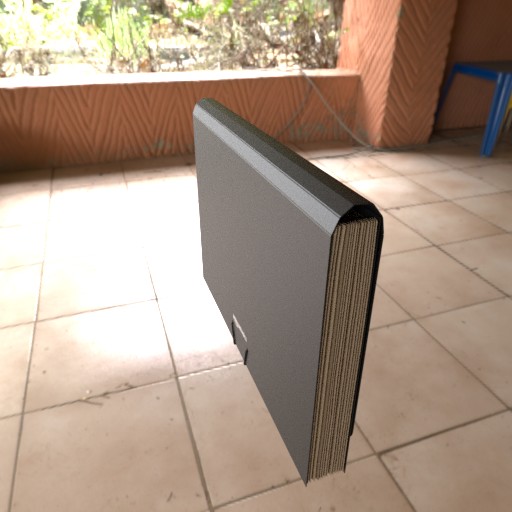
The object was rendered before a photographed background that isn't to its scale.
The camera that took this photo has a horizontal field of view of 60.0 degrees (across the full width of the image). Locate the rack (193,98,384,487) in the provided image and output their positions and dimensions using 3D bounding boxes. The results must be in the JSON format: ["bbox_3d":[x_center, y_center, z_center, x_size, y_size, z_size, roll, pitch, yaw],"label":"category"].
[{"bbox_3d":[0.000,0.000,0.432,0.041,0.241,0.330,-10,31,-17],"label":"rack"}]
